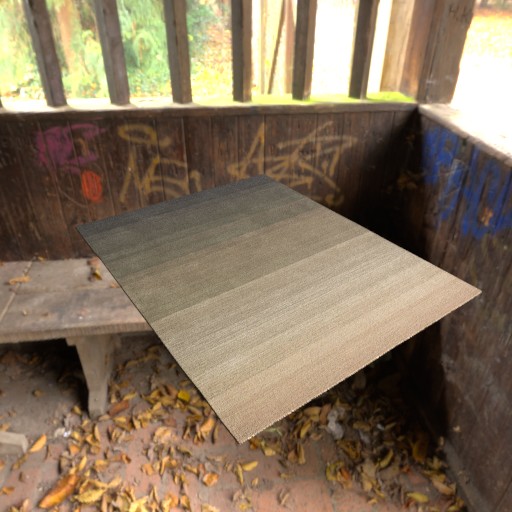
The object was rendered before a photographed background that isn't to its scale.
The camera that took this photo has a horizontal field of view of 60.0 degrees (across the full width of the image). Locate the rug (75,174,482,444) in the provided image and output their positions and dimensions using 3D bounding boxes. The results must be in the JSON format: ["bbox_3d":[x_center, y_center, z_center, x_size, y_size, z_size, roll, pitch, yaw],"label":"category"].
[{"bbox_3d":[0.000,0.000,3.943,2.315,0.015,2.932,-21,39,-29],"label":"rug"}]
